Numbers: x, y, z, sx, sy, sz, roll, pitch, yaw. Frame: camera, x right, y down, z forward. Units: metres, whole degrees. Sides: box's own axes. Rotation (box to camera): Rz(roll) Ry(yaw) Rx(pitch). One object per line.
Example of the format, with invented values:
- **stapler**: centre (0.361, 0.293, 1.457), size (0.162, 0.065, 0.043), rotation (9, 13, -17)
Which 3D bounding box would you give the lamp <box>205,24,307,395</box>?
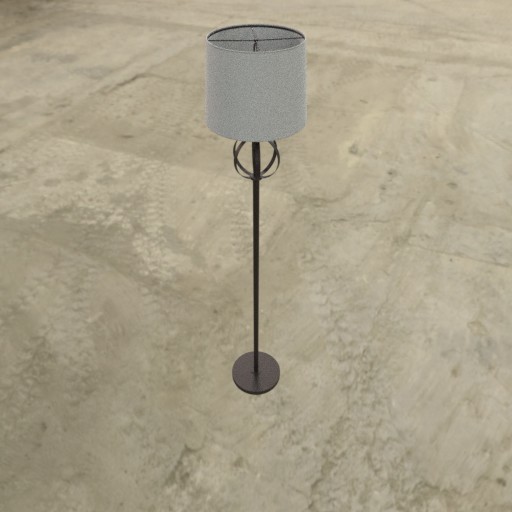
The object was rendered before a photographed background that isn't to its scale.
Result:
- **lamp**: centre (0.000, 0.000, 1.595), size (0.286, 1.462, 0.286), rotation (-26, 47, -27)
